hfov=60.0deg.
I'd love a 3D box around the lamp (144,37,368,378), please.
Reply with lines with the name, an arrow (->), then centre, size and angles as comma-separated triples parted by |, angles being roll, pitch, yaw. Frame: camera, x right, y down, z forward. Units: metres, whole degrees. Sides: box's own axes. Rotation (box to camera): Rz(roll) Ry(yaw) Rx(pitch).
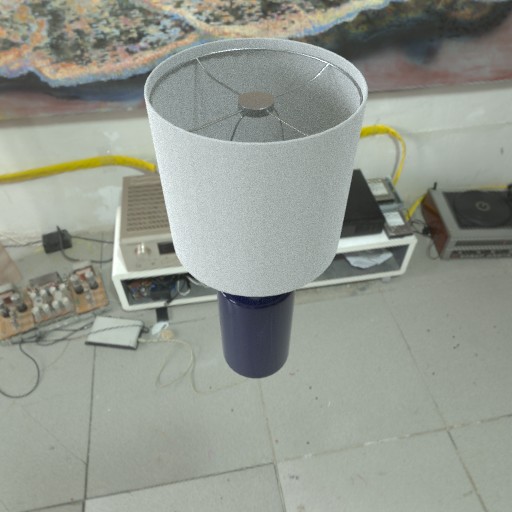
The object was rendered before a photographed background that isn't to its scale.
lamp -> 0.000, 0.000, 0.606 | 0.212, 0.493, 0.212 | -32, 55, -26
